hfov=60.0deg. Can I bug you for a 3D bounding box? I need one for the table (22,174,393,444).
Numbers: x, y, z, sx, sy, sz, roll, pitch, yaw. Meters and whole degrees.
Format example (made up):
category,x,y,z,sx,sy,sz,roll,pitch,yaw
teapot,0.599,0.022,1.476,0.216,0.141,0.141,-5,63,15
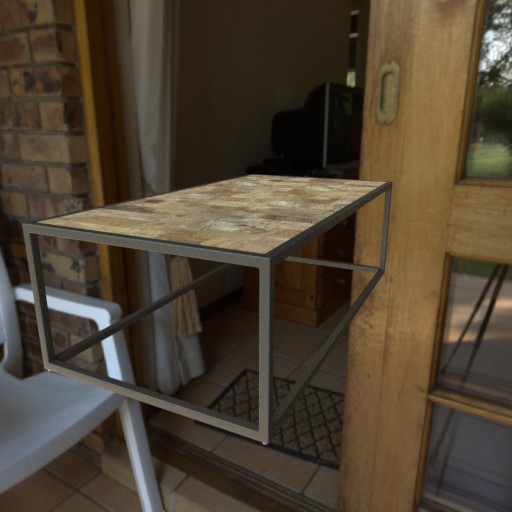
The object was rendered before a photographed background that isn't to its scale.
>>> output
category,x,y,z,sx,sy,sz,roll,pitch,yaw
table,0.000,0.000,1.487,0.649,0.398,1.199,8,18,25
